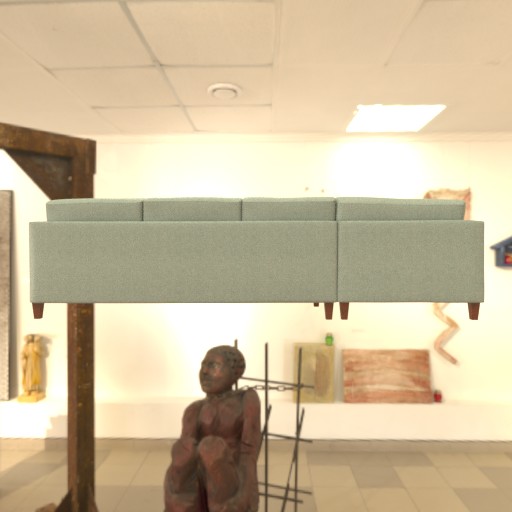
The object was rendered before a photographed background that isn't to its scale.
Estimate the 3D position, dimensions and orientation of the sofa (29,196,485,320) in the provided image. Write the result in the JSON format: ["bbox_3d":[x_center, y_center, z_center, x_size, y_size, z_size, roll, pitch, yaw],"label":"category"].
[{"bbox_3d":[0.000,0.000,4.114,3.470,0.953,1.600,0,0,1],"label":"sofa"}]
